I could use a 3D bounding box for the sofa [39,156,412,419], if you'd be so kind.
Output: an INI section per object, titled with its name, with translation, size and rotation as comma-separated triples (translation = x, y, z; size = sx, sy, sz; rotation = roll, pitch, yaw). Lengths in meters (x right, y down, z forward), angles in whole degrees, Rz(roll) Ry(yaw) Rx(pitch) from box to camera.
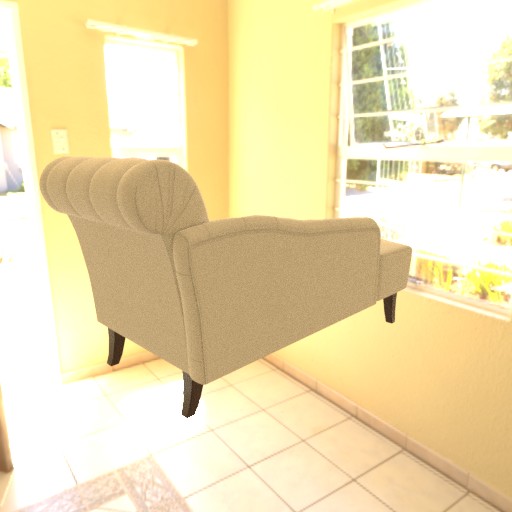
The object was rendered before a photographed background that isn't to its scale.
[sofa]
translation = 0.000, 0.000, 1.765
size = 0.675, 0.787, 1.379
rotation = 13, 19, 43
